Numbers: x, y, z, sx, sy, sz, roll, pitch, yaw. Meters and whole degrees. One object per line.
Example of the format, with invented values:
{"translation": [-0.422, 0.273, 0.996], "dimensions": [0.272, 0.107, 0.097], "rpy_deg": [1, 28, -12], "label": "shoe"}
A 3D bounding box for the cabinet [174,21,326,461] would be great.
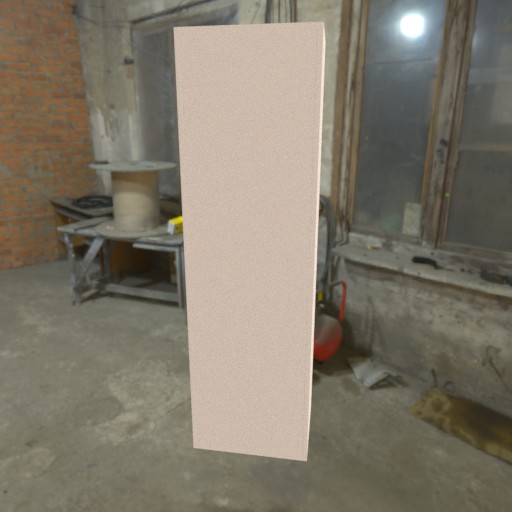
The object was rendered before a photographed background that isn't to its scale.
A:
{"translation": [0.000, 0.000, 1.492], "dimensions": [0.400, 1.350, 0.300], "rpy_deg": [3, 17, 9], "label": "cabinet"}
